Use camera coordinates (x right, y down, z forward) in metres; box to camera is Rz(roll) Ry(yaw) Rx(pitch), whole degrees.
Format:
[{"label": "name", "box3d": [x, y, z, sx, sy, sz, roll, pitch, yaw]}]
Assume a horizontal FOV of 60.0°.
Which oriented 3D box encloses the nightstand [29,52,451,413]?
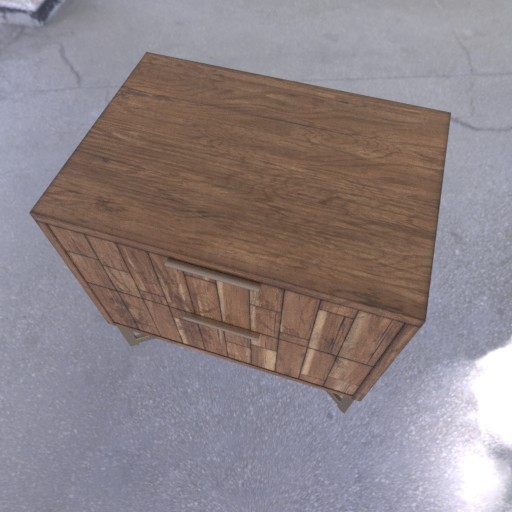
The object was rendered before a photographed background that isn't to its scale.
[{"label": "nightstand", "box3d": [0.000, 0.000, 1.007, 0.610, 0.610, 0.446, 15, 59, 9]}]
